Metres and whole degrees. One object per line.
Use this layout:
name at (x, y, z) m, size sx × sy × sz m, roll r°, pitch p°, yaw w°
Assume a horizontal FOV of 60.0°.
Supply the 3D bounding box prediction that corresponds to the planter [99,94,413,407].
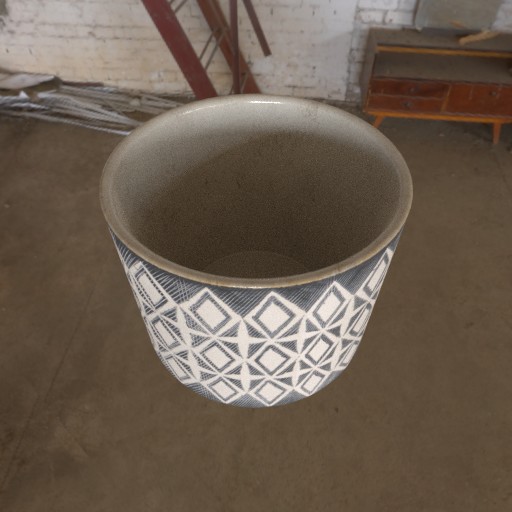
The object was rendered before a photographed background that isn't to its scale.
planter at (0.000, 0.000, 0.339) m, size 0.192 × 0.165 × 0.192 m, roll 0°, pitch 47°, yaw 0°
